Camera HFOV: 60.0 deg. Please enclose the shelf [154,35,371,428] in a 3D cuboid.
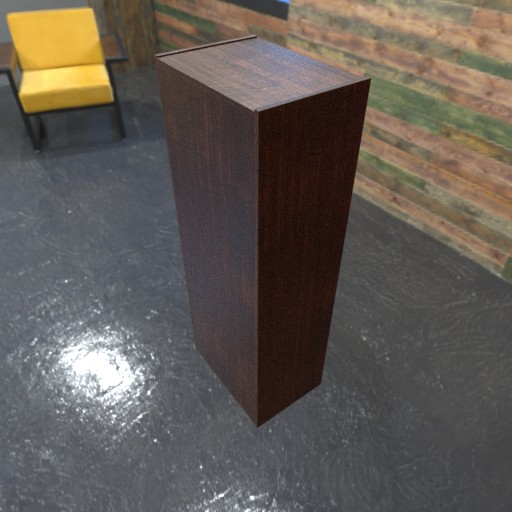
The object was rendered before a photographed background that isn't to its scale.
[{"bbox_3d":[0.000,0.000,1.330,0.290,1.099,0.415,-25,47,-27],"label":"shelf"}]
